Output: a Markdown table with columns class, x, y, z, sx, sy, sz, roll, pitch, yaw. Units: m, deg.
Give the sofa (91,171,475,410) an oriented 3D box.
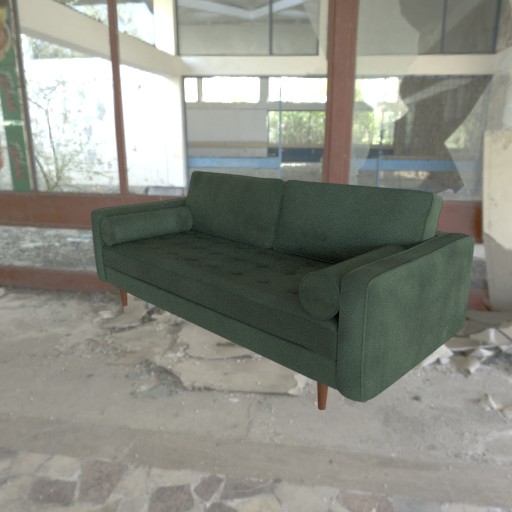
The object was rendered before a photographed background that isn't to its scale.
| class | x | y | z | sx | sy | sz | roll | pitch | yaw |
| --- | --- | --- | --- | --- | --- | --- | --- | --- | --- |
| sofa | 0.000 | 0.000 | 2.322 | 1.880 | 0.772 | 0.916 | 15 | 21 | 43 |
